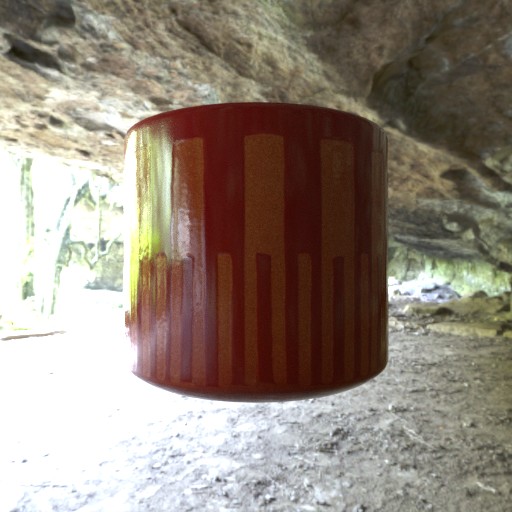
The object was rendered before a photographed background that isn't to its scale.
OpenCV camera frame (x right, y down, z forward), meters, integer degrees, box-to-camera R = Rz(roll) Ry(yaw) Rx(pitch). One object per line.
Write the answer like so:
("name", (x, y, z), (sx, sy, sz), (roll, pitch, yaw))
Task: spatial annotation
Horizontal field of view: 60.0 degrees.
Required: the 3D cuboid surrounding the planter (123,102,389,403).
("planter", (0.000, 0.000, 0.402), (0.230, 0.202, 0.230), (0, 0, 0))
